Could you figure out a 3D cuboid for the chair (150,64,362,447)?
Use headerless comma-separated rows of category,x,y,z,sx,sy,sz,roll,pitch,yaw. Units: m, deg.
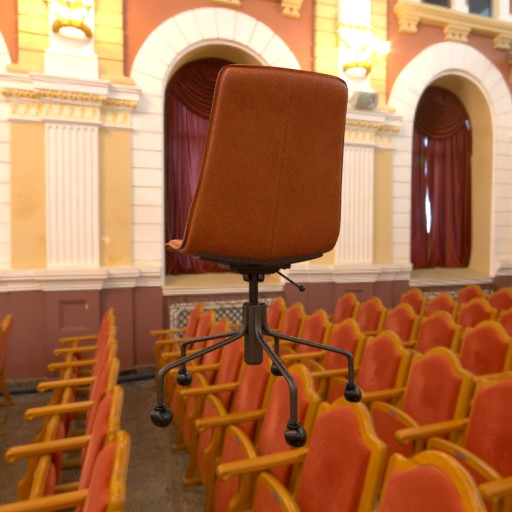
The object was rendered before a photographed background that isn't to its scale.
chair,0.000,0.000,1.360,0.651,0.920,0.660,0,1,-18
